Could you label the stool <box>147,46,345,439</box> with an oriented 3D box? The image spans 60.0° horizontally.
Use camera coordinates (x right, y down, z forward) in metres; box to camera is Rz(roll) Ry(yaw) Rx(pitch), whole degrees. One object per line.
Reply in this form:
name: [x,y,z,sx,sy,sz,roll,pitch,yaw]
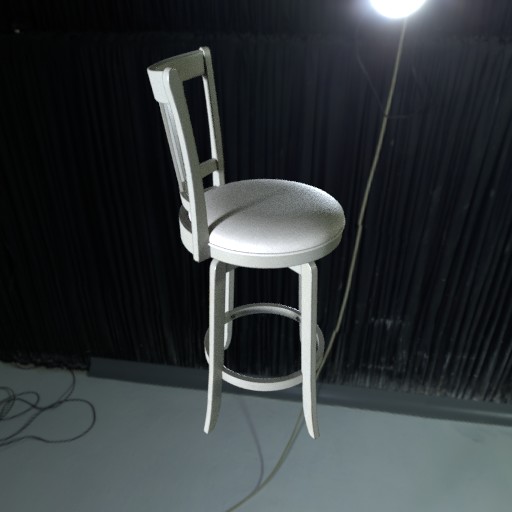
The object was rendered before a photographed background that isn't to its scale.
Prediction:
stool: [0.000,0.000,1.260,0.475,1.042,0.436,2,30,3]
